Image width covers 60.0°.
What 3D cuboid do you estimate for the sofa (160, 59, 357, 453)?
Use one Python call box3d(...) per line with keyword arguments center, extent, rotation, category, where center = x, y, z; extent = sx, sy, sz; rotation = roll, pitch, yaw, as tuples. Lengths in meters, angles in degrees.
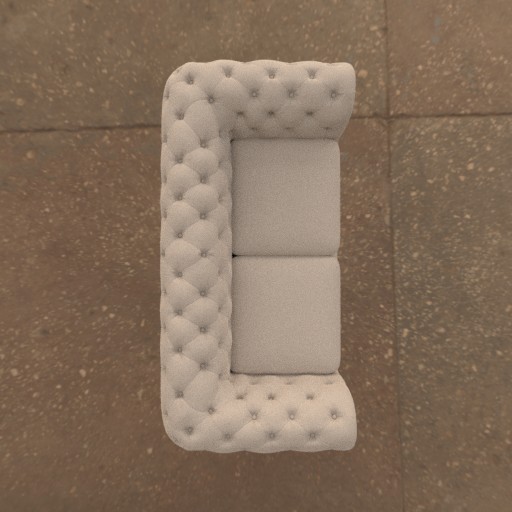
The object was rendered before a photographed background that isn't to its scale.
box3d(center=(0.000, 0.000, 2.509), extent=(0.986, 0.764, 1.998), rotation=(0, 89, -1), category="sofa")
